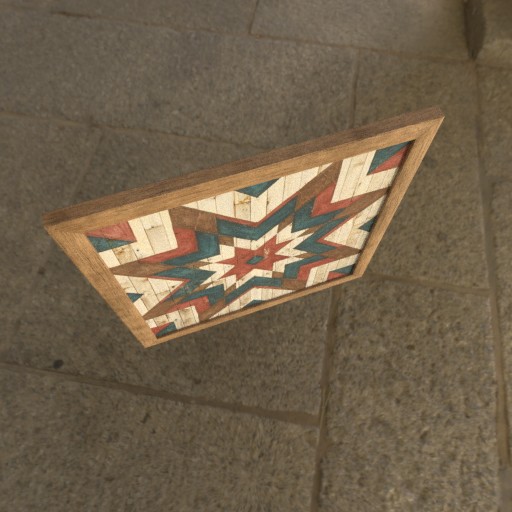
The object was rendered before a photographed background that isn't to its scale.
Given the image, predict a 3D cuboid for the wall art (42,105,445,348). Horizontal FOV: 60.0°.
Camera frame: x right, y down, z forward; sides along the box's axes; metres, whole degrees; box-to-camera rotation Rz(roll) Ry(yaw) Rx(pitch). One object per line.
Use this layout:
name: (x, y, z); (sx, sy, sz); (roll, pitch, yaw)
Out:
wall art: (0.000, 0.000, 1.042); (0.695, 0.691, 0.029); (-17, 64, -9)
